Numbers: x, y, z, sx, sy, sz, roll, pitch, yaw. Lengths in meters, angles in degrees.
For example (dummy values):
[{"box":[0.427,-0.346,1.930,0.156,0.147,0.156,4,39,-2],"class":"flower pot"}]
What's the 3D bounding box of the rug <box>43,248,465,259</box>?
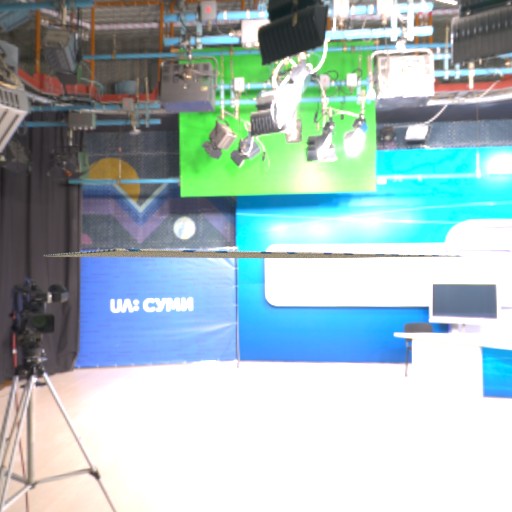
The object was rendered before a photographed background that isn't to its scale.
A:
[{"box":[0.000,0.000,2.308,1.830,0.008,1.225,1,-1,-35],"class":"rug"}]
